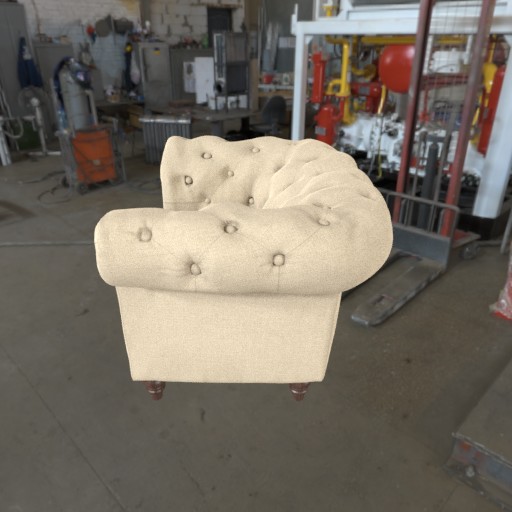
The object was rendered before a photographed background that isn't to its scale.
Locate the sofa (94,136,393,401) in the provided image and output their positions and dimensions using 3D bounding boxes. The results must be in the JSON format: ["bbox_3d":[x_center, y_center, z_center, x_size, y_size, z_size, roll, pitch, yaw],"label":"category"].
[{"bbox_3d":[0.000,0.000,2.044,1.034,0.878,1.405,0,26,0],"label":"sofa"}]
